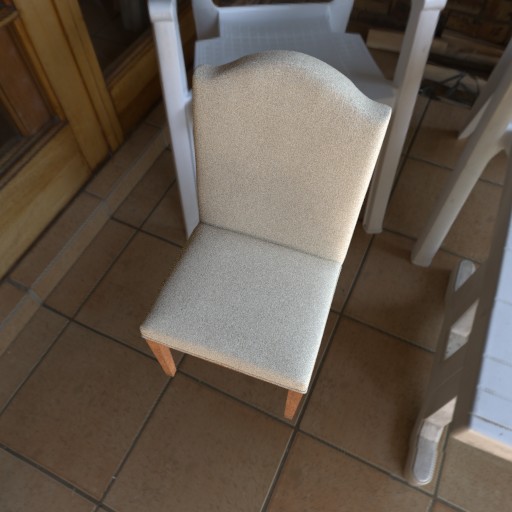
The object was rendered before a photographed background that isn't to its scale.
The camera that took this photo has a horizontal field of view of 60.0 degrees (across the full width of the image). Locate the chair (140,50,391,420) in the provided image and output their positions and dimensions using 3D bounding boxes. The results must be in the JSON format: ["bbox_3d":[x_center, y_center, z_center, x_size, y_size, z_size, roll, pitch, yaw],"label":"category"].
[{"bbox_3d":[0.000,0.000,1.381,0.534,1.012,0.648,17,60,10],"label":"chair"}]
